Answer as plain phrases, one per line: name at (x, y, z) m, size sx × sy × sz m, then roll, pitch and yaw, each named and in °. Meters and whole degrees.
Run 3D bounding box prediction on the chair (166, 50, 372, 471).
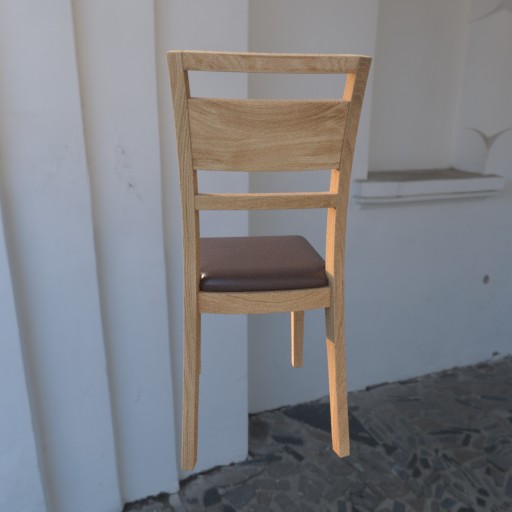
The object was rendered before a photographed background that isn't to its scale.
chair at (0.000, 0.000, 1.204) m, size 0.420 × 0.940 × 0.545 m, roll -2°, pitch 15°, yaw -7°
